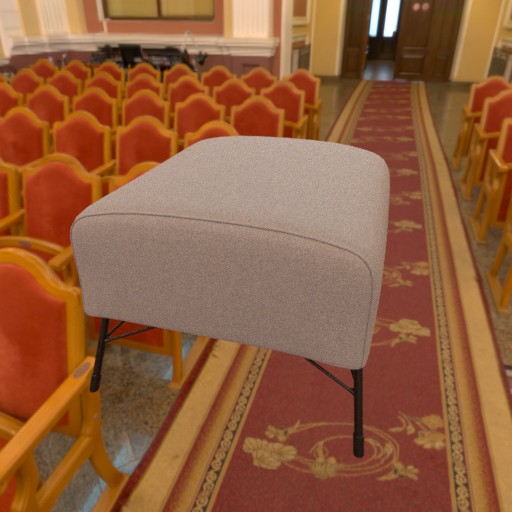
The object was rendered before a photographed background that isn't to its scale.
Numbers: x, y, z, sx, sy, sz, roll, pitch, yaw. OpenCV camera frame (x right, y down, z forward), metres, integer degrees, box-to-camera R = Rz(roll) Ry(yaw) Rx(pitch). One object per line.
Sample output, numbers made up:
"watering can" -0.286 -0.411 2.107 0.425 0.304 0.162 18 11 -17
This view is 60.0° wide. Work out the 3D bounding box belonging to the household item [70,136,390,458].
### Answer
"household item" 0.000 0.000 0.927 0.530 0.410 0.530 8 29 15
